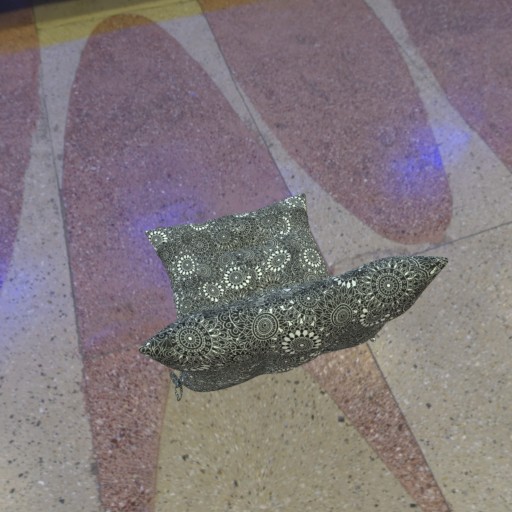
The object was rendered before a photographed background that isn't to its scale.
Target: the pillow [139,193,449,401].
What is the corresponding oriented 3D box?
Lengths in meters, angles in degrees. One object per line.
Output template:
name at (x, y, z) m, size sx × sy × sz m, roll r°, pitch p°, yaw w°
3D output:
pillow at (0.000, 0.000, 1.017) m, size 0.541 × 0.536 × 0.585 m, roll -15°, pitch 61°, yaw -8°
